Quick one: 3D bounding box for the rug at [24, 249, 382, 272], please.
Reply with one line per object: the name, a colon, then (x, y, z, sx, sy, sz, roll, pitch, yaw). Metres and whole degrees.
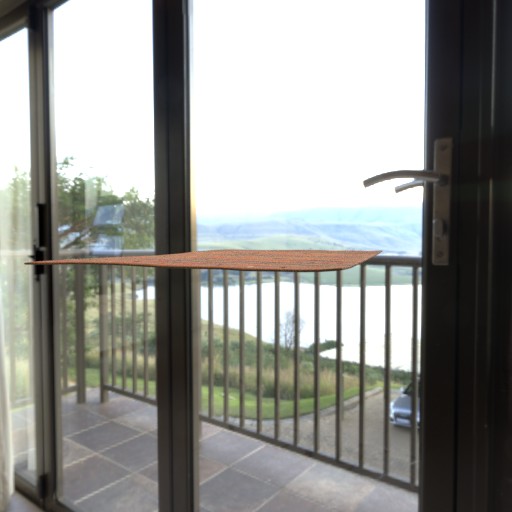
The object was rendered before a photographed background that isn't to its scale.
rug: (0.000, 0.000, 3.039, 1.537, 0.029, 2.439, 1, 2, 19)
